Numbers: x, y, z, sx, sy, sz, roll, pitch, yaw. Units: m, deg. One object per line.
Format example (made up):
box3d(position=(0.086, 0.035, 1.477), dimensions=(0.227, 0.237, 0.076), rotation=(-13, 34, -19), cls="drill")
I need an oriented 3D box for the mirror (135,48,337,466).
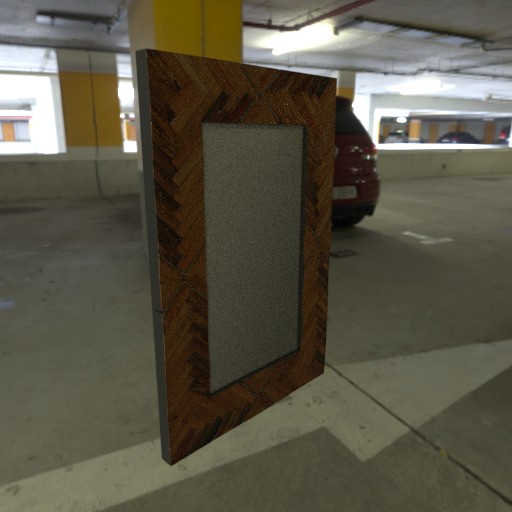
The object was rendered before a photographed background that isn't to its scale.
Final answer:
box3d(position=(0.000, 0.000, 1.151), dimensions=(0.044, 0.912, 0.606), rotation=(14, 21, 43), cls="mirror")
